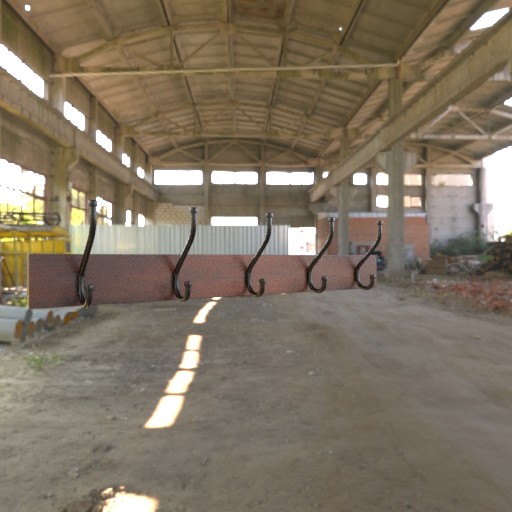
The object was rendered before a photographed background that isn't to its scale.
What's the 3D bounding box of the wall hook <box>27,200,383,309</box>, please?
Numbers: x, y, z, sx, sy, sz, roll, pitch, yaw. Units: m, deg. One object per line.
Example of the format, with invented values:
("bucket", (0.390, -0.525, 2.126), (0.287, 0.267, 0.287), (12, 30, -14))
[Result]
("wall hook", (0.000, 0.000, 0.627), (0.571, 0.117, 0.071), (0, 0, -36))
